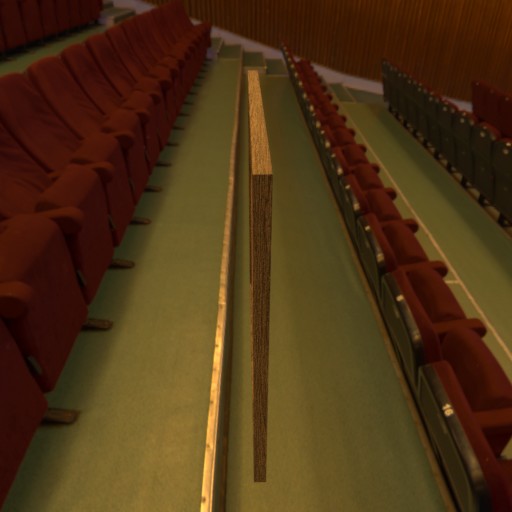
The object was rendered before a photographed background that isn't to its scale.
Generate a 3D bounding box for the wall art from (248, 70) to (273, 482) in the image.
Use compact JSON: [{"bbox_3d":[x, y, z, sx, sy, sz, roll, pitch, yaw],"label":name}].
[{"bbox_3d":[0.000,0.000,0.763,0.019,0.508,0.508,-1,33,-1],"label":"wall art"}]
